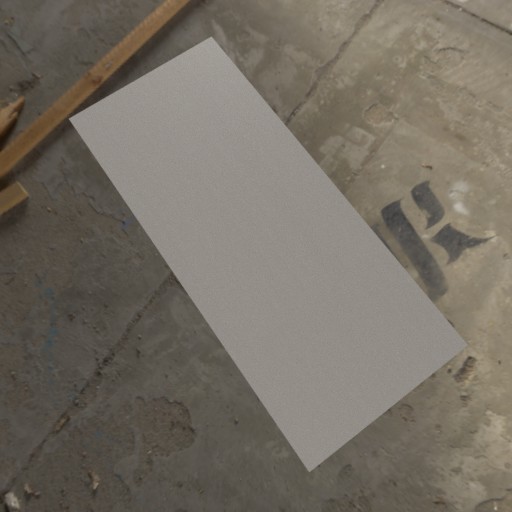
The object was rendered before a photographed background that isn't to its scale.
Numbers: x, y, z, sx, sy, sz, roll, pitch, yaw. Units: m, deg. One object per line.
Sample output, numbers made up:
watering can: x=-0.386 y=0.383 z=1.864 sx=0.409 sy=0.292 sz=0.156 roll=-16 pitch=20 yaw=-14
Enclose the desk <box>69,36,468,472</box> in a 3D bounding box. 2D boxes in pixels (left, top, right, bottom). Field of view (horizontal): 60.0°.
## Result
desk: x=0.000 y=0.000 z=1.735 sx=0.589 sy=0.762 sz=1.313 roll=-34 pitch=77 yaw=-9
